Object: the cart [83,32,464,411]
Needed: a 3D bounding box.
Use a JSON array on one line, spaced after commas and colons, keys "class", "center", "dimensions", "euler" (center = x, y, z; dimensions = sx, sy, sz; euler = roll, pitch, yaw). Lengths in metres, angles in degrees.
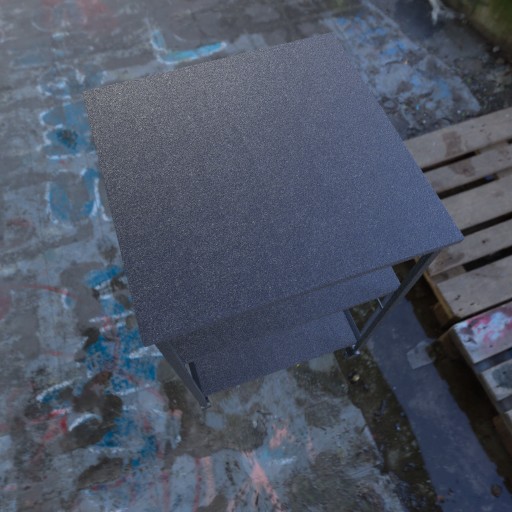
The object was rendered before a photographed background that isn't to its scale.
[{"class": "cart", "center": [0.000, 0.000, 1.115], "dimensions": [0.521, 0.762, 0.520], "euler": [-17, 65, -8]}]
